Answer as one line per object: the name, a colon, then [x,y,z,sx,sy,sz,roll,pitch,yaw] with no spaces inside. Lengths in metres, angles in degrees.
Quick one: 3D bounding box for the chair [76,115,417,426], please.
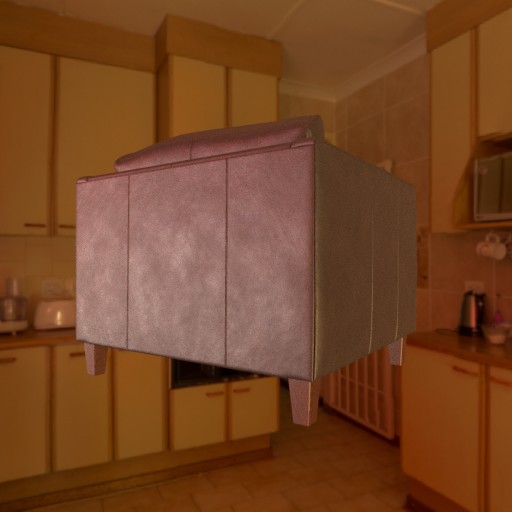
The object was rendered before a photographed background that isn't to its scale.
chair: [0.000,0.000,1.604,0.939,0.811,0.862,0,-1,34]
